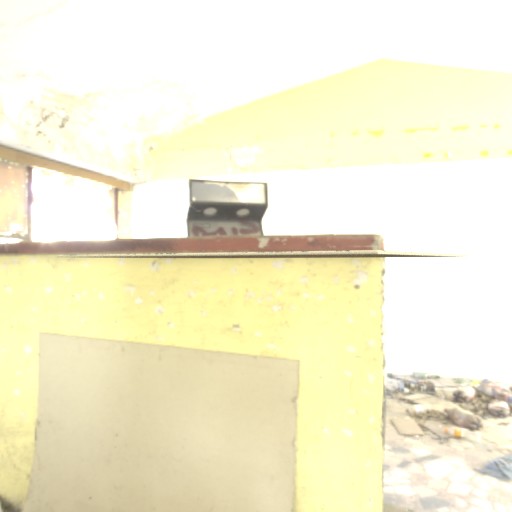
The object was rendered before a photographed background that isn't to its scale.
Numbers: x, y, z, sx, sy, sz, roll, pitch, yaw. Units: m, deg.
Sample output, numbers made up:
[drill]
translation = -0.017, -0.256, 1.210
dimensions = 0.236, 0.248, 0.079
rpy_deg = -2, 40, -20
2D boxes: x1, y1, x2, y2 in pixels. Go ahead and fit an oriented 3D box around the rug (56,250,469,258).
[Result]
[rug]
translation = 0.000, 0.000, 2.346
dimensions = 1.831, 0.012, 1.213
rpy_deg = -1, -1, 37
